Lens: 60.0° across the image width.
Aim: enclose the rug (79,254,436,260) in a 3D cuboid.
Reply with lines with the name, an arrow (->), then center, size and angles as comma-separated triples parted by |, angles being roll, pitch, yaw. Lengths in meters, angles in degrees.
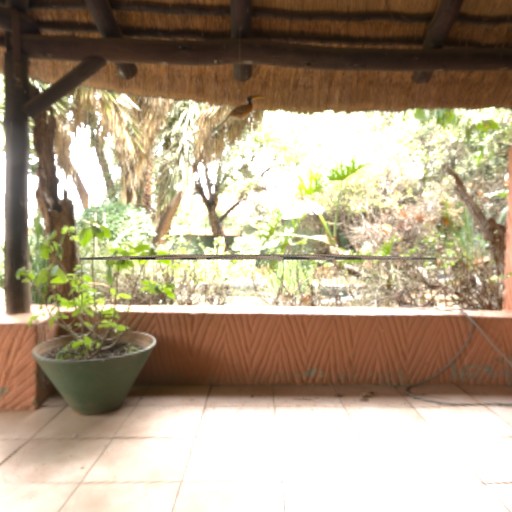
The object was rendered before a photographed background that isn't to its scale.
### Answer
rug -> 0.000, 0.000, 3.056 | 1.513, 0.008, 2.423 | 0, 1, -1
